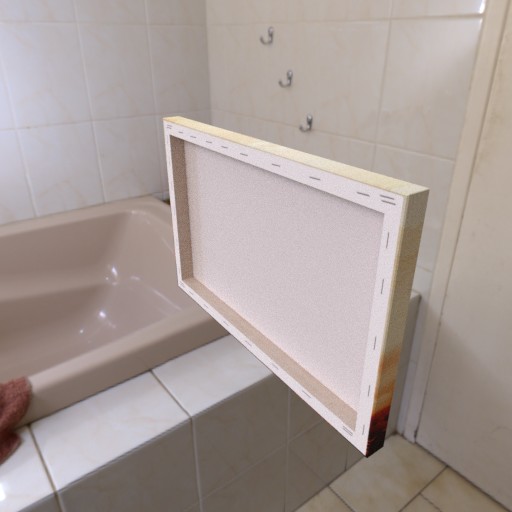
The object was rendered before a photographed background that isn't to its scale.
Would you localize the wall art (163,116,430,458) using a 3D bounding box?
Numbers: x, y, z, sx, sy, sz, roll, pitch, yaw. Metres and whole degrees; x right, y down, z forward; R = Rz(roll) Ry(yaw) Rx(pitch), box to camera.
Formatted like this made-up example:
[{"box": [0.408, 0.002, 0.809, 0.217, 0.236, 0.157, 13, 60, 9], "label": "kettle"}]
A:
[{"box": [0.000, 0.000, 0.792, 0.040, 0.402, 0.613, -17, 31, -31], "label": "wall art"}]
